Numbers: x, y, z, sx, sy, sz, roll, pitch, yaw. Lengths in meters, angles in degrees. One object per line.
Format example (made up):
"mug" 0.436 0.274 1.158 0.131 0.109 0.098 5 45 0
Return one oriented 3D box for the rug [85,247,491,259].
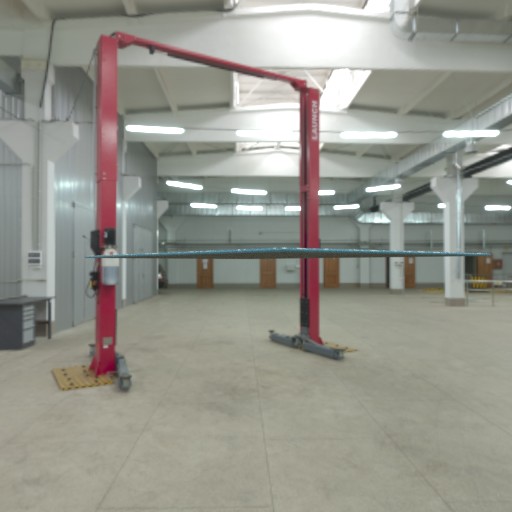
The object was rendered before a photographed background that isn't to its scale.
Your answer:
"rug" 0.000 0.000 3.473 1.816 0.018 2.746 1 -1 -37
